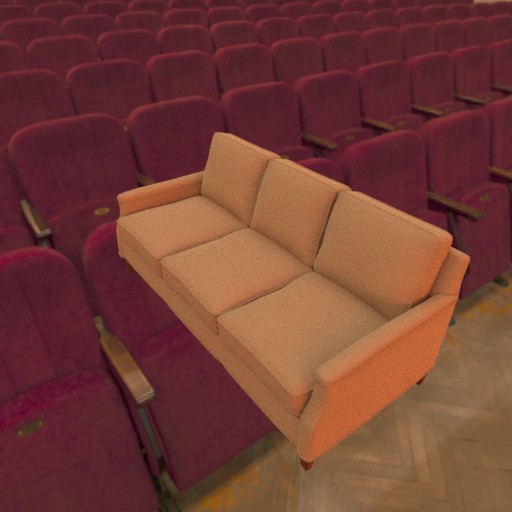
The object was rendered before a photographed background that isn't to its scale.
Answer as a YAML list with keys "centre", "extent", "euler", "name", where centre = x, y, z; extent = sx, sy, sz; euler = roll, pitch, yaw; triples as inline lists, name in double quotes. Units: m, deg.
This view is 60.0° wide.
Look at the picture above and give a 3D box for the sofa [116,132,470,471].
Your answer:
- centre: [0.000, 0.000, 2.853]
  extent: [1.084, 1.003, 2.246]
  euler: [-22, 39, -30]
  name: "sofa"
